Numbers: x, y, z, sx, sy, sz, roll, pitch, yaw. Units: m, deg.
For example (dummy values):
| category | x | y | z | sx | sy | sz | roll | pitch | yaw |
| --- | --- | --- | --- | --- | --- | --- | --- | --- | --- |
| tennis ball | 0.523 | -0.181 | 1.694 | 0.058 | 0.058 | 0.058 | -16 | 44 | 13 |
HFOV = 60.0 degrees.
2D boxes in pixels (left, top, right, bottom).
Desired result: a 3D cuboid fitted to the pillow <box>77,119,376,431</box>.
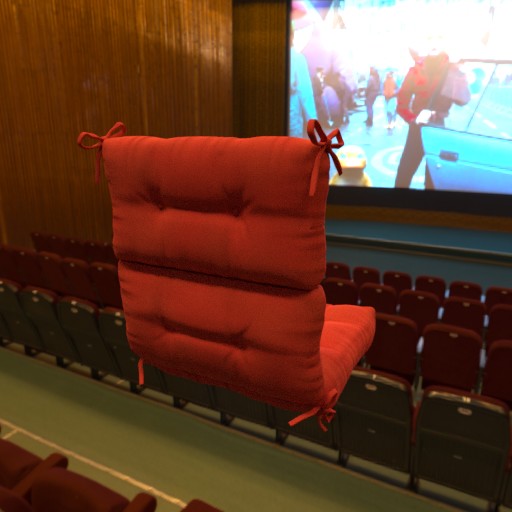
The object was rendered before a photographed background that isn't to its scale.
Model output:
| category | x | y | z | sx | sy | sz | roll | pitch | yaw |
| --- | --- | --- | --- | --- | --- | --- | --- | --- | --- |
| pillow | 0.000 | 0.000 | 1.051 | 0.519 | 0.605 | 0.571 | 8 | 17 | 26 |
